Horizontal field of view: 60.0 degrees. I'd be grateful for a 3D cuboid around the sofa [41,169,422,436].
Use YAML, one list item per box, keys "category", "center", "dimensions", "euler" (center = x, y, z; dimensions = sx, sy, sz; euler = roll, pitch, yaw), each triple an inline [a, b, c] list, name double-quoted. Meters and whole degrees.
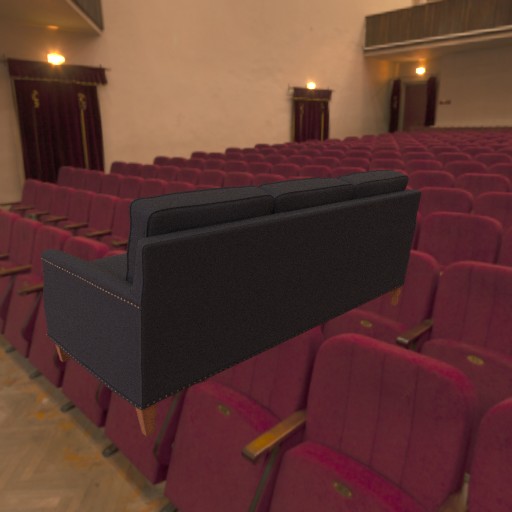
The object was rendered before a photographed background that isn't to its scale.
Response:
- category: "sofa"
  center: [0.000, 0.000, 2.765]
  dimensions: [2.246, 1.003, 1.084]
  euler: [-15, 21, -42]
